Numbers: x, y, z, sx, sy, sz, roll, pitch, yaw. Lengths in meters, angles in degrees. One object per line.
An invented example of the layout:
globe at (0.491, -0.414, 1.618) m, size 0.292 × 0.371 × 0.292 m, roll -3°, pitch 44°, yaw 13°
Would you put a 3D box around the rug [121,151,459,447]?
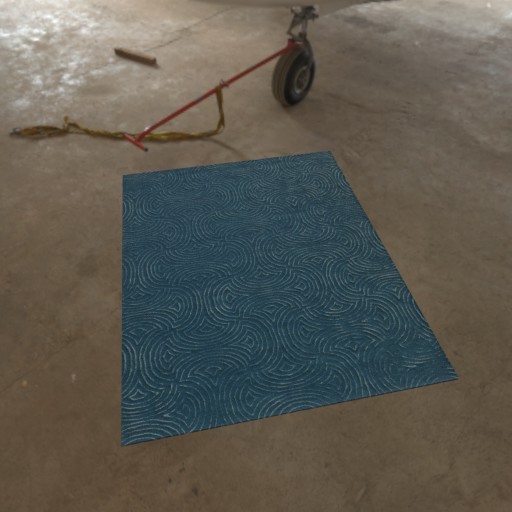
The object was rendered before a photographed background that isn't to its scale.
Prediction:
rug at (0.000, 0.000, 4.108) m, size 2.432 × 0.012 × 3.033 m, roll -8°, pitch 47°, yaw -8°
